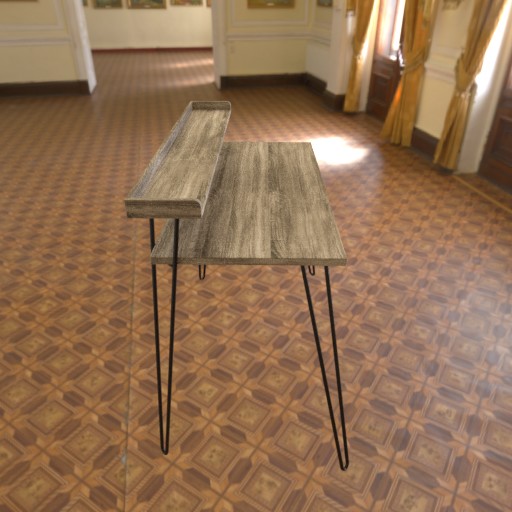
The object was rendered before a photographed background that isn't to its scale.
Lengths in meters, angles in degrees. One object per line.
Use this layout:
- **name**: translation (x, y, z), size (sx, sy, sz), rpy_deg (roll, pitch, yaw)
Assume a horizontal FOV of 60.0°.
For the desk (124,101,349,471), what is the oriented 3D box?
- **desk**: translation (0.000, 0.000, 1.647), size (0.605, 0.899, 1.135), rpy_deg (0, 31, 1)
